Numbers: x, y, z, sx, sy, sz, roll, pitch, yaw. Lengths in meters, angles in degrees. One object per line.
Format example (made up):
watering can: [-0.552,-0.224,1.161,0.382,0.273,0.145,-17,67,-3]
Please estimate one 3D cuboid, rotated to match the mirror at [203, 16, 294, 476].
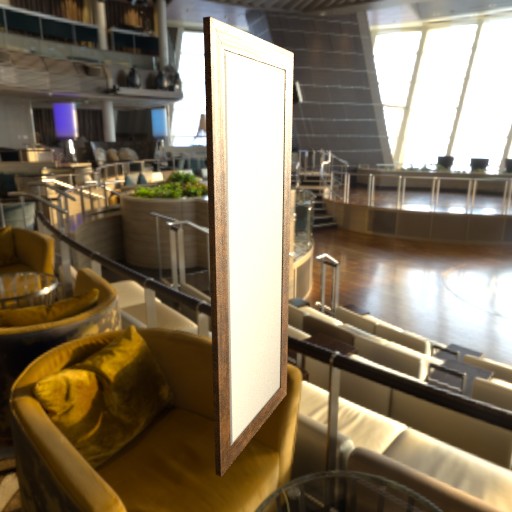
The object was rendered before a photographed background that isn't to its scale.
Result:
mirror: [0.000,0.000,2.258,0.032,2.031,0.812,7,17,26]
